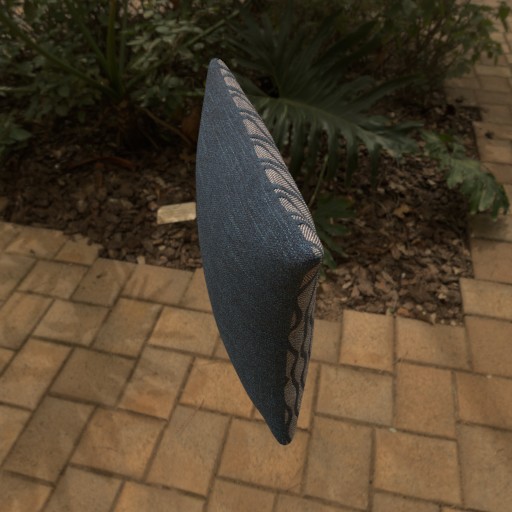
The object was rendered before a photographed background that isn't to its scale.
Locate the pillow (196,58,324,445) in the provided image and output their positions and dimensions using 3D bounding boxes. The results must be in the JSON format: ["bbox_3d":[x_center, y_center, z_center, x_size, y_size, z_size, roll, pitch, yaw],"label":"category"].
[{"bbox_3d":[0.000,0.000,0.674,0.159,0.435,0.435,-12,46,-11],"label":"pillow"}]
